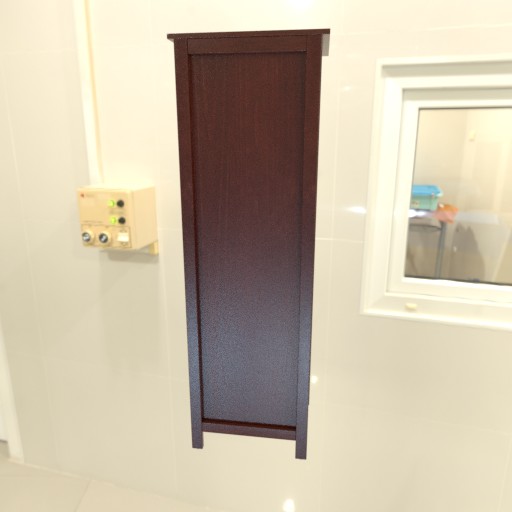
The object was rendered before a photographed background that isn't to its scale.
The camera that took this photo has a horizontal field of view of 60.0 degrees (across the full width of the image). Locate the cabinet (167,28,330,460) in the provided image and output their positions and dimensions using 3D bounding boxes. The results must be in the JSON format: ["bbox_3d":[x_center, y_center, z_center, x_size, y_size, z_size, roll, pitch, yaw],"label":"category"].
[{"bbox_3d":[0.000,0.000,1.730,0.500,1.518,0.401,2,16,8],"label":"cabinet"}]
